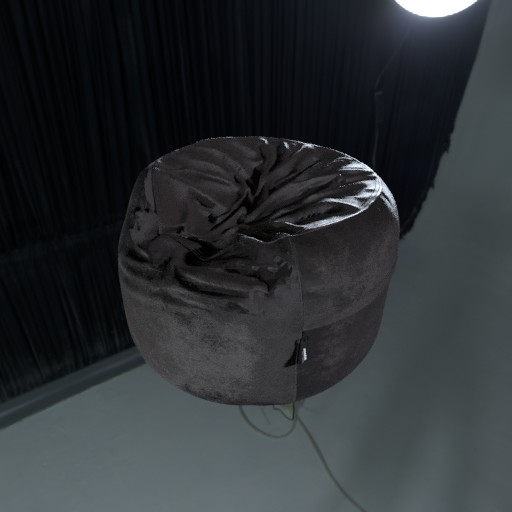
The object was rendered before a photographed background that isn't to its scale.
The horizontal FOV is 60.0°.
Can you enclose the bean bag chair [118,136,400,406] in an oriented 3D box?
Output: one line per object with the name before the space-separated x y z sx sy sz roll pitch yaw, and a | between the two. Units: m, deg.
bean bag chair | 0.000 0.000 1.523 0.918 0.605 0.918 0 33 0
